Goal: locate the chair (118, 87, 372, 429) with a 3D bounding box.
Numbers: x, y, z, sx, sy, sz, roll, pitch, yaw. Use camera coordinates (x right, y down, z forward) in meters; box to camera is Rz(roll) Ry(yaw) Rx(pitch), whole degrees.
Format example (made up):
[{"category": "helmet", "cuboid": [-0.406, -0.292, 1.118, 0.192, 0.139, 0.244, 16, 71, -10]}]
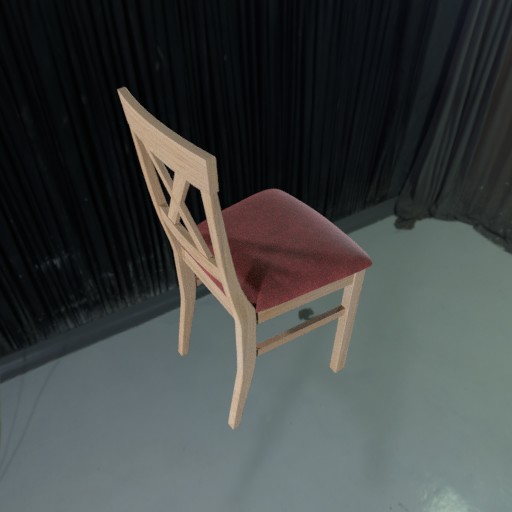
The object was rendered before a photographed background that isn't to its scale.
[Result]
[{"category": "chair", "cuboid": [0.000, 0.000, 1.222, 0.492, 0.912, 0.439, -25, 47, -26]}]
